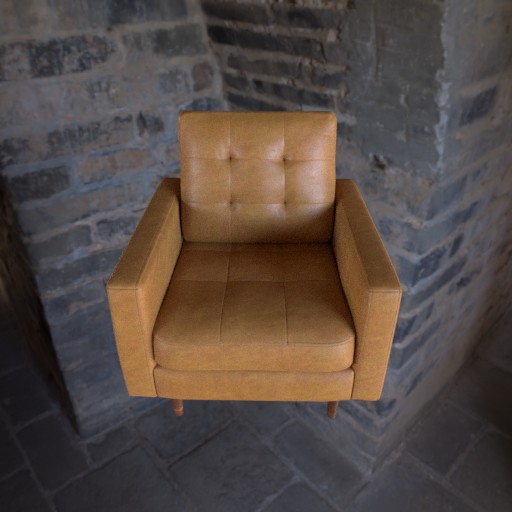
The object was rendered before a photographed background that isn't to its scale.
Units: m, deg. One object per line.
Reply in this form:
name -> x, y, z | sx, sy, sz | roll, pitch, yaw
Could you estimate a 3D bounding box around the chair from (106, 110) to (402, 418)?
chair -> 0.000, 0.000, 1.590 | 0.831, 0.896, 0.868 | 1, 31, 1
